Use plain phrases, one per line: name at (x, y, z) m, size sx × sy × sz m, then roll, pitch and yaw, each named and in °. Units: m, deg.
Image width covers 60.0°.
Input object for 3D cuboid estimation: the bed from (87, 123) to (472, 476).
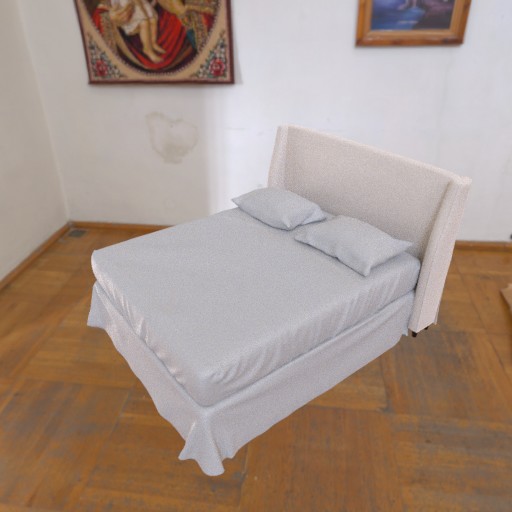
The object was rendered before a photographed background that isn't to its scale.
bed at (0.000, 0.000, 3.383) m, size 2.276 × 1.332 × 1.925 m, roll -21°, pitch 37°, yaw -32°
